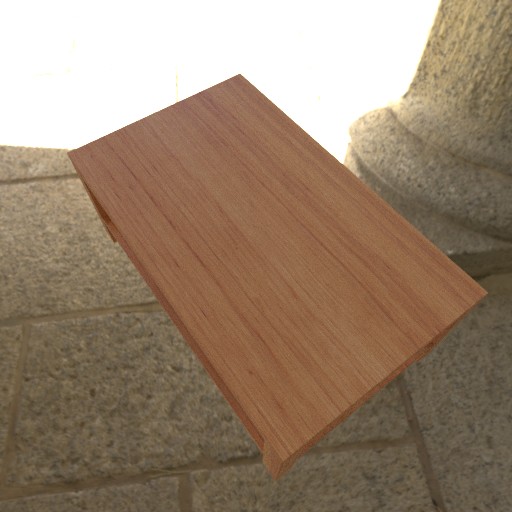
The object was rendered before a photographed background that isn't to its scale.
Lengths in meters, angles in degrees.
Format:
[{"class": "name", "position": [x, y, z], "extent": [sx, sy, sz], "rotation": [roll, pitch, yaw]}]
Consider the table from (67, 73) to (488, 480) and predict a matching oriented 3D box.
[{"class": "table", "position": [0.000, 0.000, 1.509], "extent": [0.695, 0.457, 1.146], "rotation": [-32, 64, -18]}]
